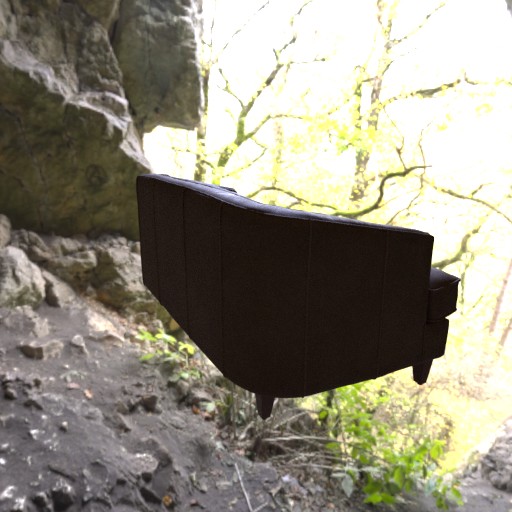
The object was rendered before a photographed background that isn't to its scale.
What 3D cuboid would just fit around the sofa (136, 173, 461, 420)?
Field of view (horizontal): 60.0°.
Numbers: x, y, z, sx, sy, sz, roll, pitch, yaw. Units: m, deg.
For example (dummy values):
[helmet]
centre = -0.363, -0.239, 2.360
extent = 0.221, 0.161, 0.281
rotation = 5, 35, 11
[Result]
[sofa]
centre = 0.000, 0.000, 2.259
extent = 0.917, 0.799, 1.767
rotation = -7, 16, -26
